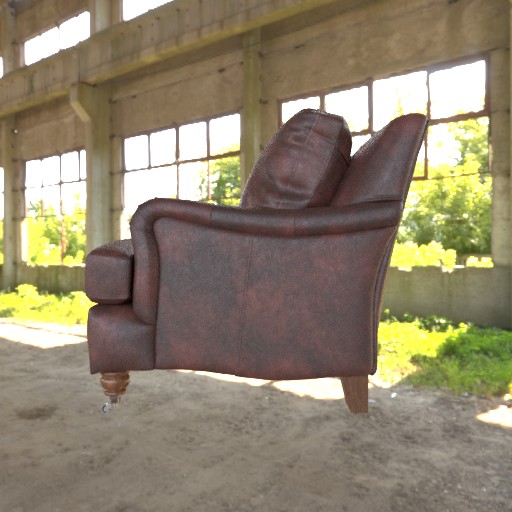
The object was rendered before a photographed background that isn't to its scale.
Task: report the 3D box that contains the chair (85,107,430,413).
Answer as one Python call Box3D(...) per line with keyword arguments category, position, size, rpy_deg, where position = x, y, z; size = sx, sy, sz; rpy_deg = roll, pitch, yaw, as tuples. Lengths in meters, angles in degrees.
Box3D(category="chair", position=(0.000, 0.000, 1.890), size=(1.156, 1.051, 0.987), rpy_deg=(0, 0, 0))
